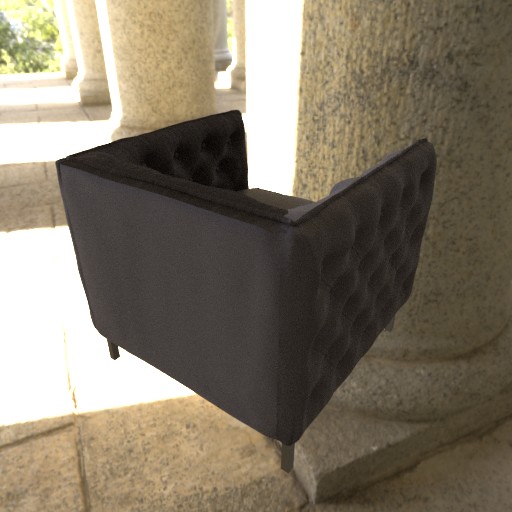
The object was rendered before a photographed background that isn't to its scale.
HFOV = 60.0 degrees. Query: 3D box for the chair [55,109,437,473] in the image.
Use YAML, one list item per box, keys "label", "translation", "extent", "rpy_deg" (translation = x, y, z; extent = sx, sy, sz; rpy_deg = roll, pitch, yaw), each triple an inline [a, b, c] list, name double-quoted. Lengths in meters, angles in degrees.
- label: "chair"
  translation: [0.000, 0.000, 1.594]
  extent: [0.946, 0.807, 0.913]
  rpy_deg: [20, 35, 31]
